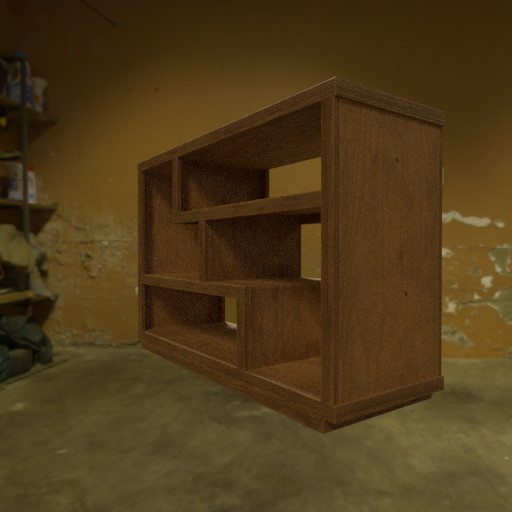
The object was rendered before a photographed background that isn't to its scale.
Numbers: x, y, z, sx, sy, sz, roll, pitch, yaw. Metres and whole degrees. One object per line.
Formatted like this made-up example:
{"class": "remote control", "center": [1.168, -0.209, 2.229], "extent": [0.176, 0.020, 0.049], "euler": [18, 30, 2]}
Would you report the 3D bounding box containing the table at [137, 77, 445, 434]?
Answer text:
{"class": "table", "center": [0.000, 0.000, 1.527], "extent": [0.410, 0.771, 1.151], "euler": [0, 1, -36]}
